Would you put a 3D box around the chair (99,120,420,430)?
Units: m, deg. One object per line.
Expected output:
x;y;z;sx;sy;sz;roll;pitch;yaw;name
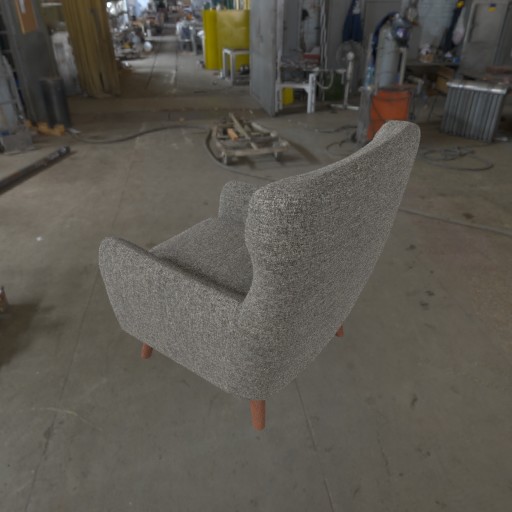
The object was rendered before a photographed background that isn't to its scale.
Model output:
0.000;0.000;1.775;0.940;1.039;0.889;21;36;31;chair
